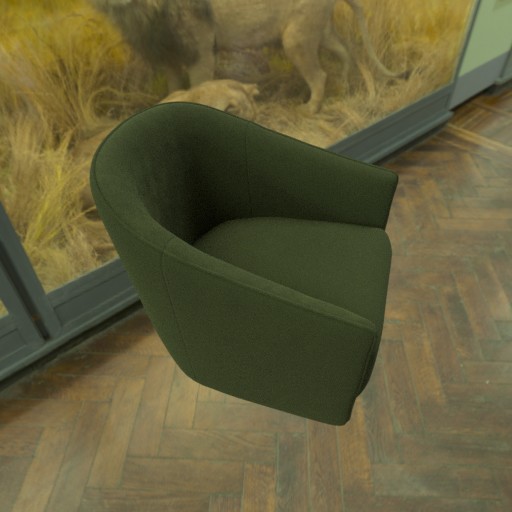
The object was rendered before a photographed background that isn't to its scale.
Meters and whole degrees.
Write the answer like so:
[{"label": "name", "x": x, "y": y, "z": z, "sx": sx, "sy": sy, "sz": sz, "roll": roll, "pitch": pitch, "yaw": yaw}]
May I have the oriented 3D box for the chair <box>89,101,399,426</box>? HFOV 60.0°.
[{"label": "chair", "x": 0.000, "y": 0.000, "z": 1.466, "sx": 0.875, "sy": 0.799, "sz": 0.747, "roll": 12, "pitch": 45, "yaw": 12}]
